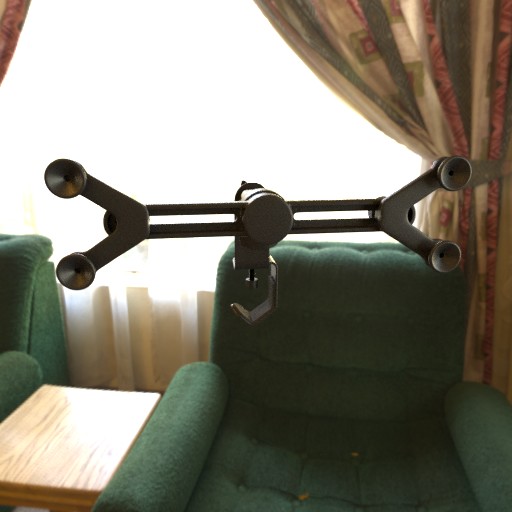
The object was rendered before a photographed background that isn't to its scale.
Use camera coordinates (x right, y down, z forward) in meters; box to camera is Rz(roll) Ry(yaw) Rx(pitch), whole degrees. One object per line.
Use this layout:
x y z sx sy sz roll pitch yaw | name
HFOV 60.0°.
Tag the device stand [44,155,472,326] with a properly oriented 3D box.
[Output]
0.000 0.000 0.363 0.270 0.166 0.142 -2 16 -8 | device stand
